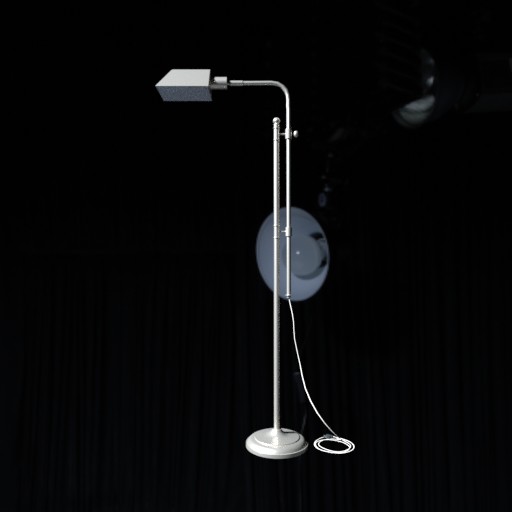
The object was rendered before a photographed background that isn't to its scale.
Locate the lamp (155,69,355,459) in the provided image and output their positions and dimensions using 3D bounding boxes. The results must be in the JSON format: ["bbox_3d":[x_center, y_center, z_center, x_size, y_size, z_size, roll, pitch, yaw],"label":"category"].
[{"bbox_3d":[0.000,0.000,1.854,0.813,1.571,0.256,0,-1,0],"label":"lamp"}]
